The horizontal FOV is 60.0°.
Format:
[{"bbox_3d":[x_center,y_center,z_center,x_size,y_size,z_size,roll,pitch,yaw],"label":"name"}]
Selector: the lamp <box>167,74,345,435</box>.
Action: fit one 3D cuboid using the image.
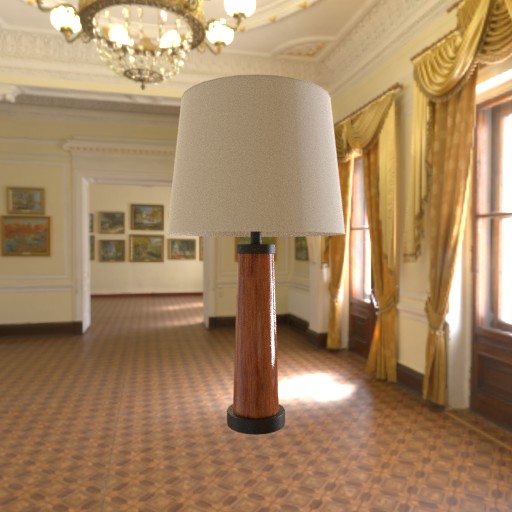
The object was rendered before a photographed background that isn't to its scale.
[{"bbox_3d":[0.000,0.000,0.881,0.349,0.667,0.349,0,1,0],"label":"lamp"}]
